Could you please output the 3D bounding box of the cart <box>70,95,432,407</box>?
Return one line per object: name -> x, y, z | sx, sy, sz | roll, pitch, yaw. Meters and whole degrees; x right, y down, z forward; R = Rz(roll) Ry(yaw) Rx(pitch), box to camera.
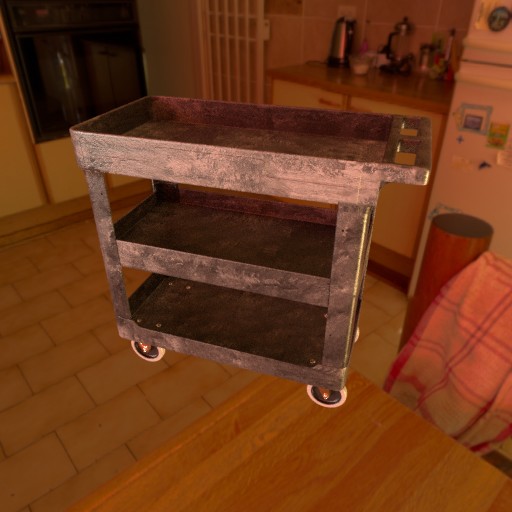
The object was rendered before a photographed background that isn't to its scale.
cart -> 0.000, 0.000, 1.382 | 0.877, 0.824, 0.420 | 10, 33, 16
